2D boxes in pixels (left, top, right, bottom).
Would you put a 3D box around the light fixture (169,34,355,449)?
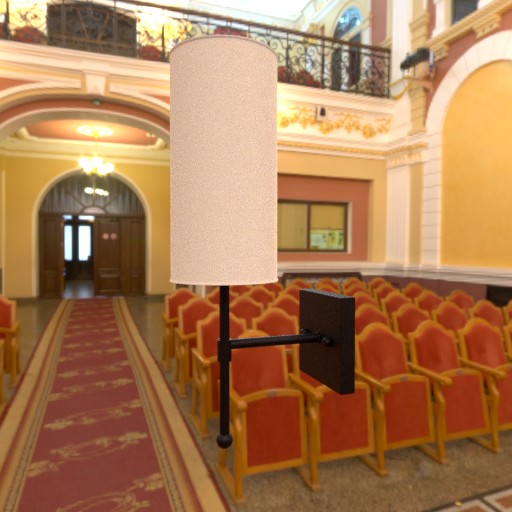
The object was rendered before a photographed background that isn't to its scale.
[{"bbox_3d":[0.000,0.000,0.541,0.208,0.462,0.128,0,1,-20],"label":"light fixture"}]
